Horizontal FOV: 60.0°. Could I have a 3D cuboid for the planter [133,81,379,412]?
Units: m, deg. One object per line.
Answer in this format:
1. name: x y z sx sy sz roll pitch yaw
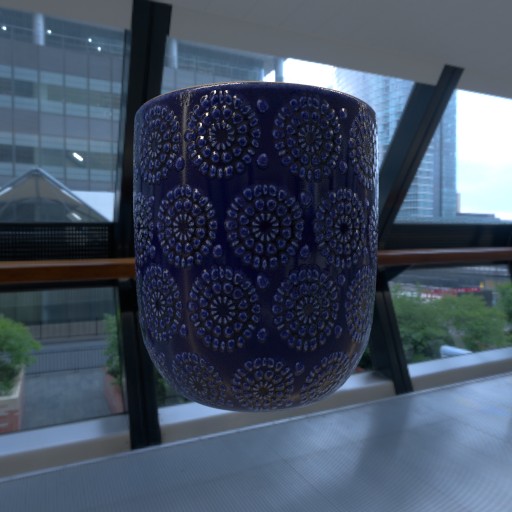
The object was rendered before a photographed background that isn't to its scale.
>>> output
1. planter: 0.000 0.000 0.346 0.184 0.206 0.184 0 1 0
